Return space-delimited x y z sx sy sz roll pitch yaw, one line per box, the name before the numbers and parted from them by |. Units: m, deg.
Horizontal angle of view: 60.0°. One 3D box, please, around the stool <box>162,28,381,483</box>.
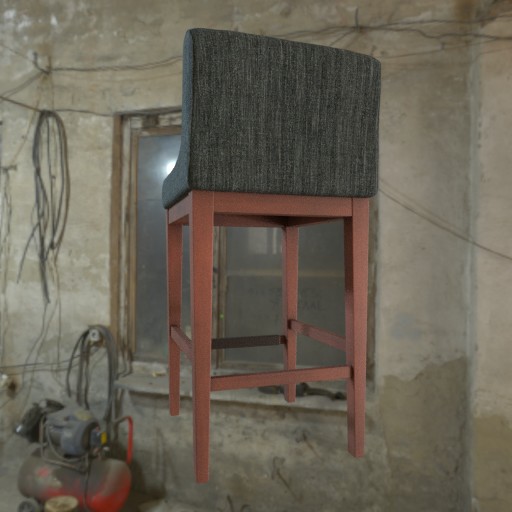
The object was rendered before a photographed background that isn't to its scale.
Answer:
stool | 0.000 0.000 1.044 0.395 0.835 0.459 0 0 -18
